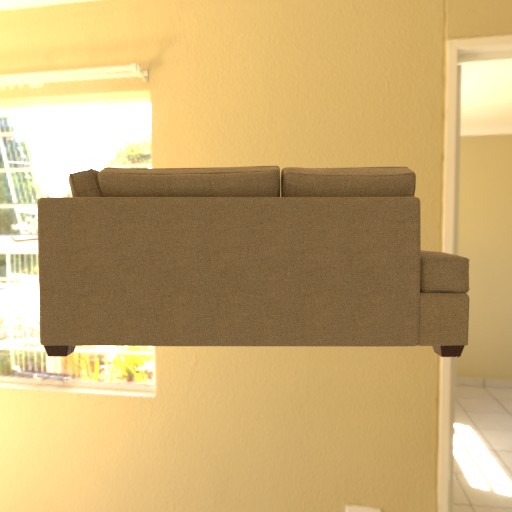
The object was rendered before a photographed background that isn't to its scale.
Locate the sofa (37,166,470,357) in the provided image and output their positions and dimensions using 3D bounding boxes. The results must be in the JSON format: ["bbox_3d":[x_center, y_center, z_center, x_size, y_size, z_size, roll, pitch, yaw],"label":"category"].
[{"bbox_3d":[0.000,0.000,2.797,2.238,1.019,1.110,0,2,0],"label":"sofa"}]
